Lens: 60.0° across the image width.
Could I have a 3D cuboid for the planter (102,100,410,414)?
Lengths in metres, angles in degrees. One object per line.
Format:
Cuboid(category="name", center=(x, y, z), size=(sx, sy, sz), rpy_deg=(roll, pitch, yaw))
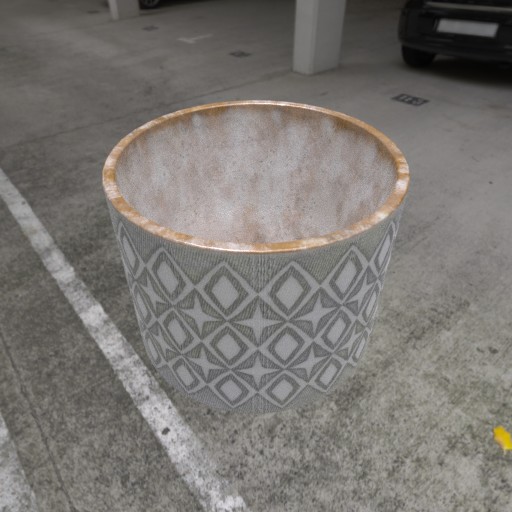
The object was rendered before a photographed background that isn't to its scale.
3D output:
Cuboid(category="planter", center=(0.000, 0.000, 0.450), size=(0.255, 0.223, 0.255), rpy_deg=(0, 40, 0))
